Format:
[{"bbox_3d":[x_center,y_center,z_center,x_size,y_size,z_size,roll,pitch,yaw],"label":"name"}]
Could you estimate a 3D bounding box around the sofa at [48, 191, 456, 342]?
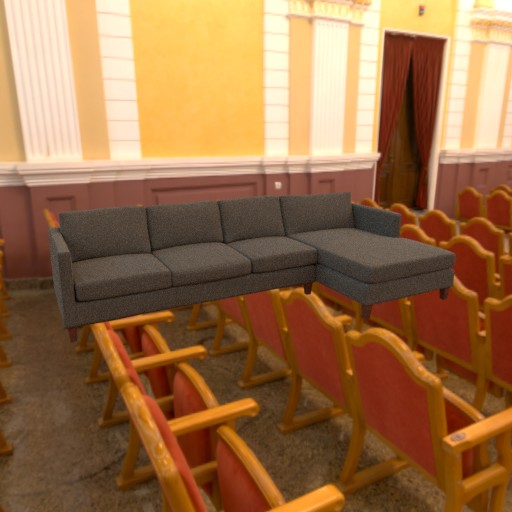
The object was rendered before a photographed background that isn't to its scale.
[{"bbox_3d":[0.000,0.000,3.866,3.186,0.846,1.625,-8,18,-27],"label":"sofa"}]
